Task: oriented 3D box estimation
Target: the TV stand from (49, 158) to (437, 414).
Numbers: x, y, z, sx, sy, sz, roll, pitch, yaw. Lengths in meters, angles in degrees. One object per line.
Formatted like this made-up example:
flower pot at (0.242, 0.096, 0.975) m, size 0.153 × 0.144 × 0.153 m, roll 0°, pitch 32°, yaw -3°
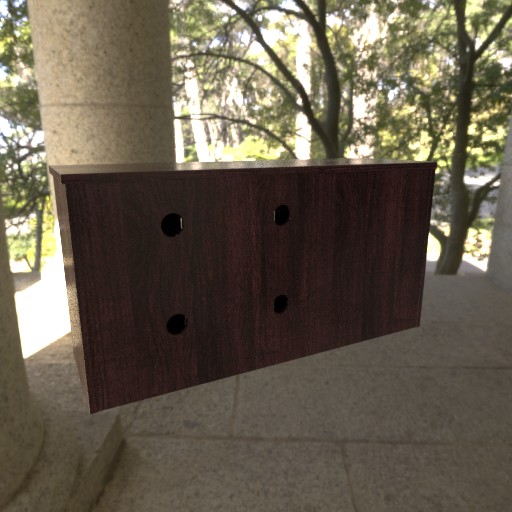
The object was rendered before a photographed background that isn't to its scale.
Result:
TV stand at (0.000, 0.000, 1.499) m, size 1.192 × 0.614 × 0.404 m, roll -8°, pitch 17°, yaw -27°
